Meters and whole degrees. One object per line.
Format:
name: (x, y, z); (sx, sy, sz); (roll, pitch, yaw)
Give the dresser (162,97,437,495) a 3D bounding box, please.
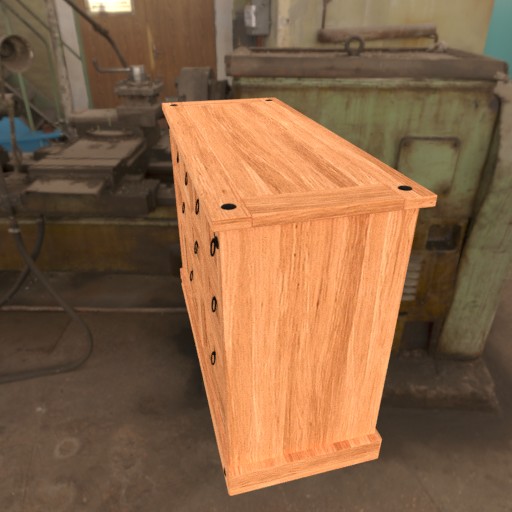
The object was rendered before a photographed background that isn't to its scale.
dresser: (0.000, 0.000, 1.345); (0.410, 0.740, 0.990); (-8, 30, -13)
